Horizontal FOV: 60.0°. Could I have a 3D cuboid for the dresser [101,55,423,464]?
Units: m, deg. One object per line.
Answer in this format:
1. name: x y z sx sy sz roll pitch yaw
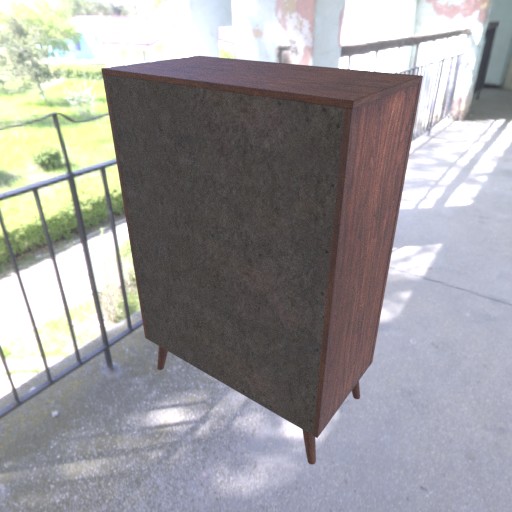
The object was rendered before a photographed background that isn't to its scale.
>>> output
1. dresser: 0.000 0.000 1.760 0.919 1.365 0.498 20 36 31
